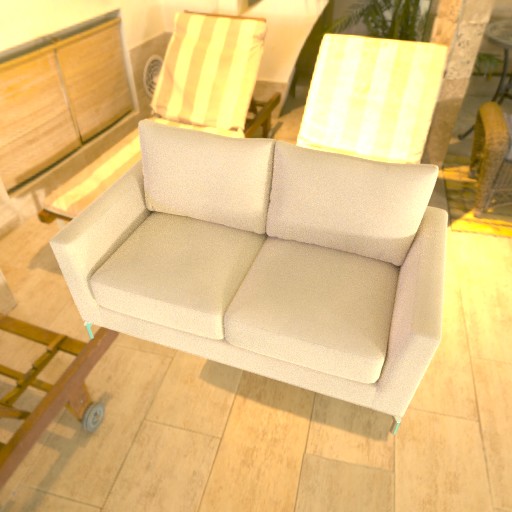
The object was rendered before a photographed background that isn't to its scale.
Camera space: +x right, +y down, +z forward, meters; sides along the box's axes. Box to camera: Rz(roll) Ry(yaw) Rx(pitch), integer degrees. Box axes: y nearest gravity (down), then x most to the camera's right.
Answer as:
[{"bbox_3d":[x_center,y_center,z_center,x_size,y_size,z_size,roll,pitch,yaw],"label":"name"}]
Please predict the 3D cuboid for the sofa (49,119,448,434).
[{"bbox_3d":[0.000,0.000,2.262,1.739,0.995,0.906,13,42,15],"label":"sofa"}]
